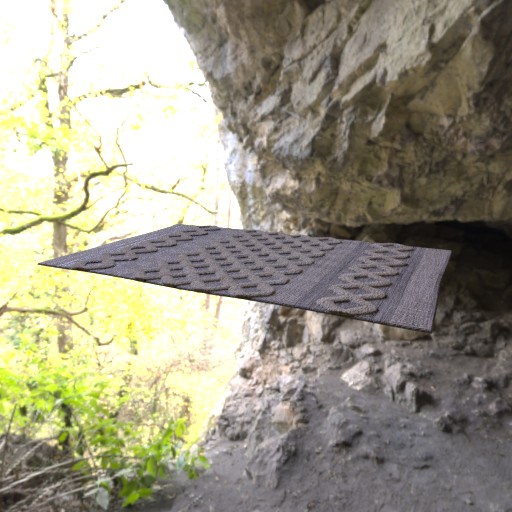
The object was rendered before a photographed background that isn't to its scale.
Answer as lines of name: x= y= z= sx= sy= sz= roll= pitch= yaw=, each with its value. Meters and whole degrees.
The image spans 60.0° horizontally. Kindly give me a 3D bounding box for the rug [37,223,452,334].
rug: x=0.000 y=0.000 z=2.948 sx=2.333 sy=0.033 sz=1.513 roll=7 pitch=16 yaw=25
